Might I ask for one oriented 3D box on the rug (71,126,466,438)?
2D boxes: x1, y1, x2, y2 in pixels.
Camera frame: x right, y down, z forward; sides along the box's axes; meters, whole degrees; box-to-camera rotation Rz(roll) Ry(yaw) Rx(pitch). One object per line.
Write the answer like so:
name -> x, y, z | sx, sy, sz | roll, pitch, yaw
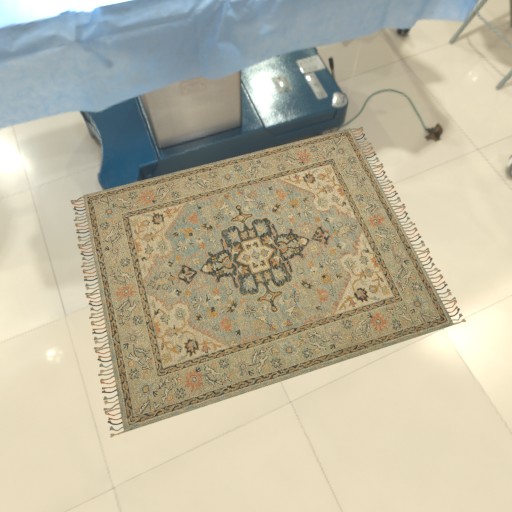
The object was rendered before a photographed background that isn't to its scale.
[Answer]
rug -> 0.000, 0.000, 2.276 | 1.730, 0.009, 1.278 | -16, 65, -8
